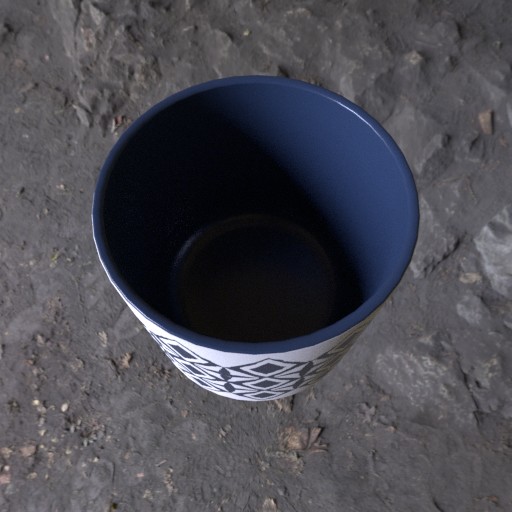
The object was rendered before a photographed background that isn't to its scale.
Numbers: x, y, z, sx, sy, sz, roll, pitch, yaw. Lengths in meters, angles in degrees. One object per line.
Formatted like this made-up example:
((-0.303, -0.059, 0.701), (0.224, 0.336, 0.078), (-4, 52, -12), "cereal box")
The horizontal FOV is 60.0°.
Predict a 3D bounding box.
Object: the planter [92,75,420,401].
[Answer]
((0.000, 0.000, 0.320), (0.182, 0.165, 0.182), (0, 64, 0), "planter")
